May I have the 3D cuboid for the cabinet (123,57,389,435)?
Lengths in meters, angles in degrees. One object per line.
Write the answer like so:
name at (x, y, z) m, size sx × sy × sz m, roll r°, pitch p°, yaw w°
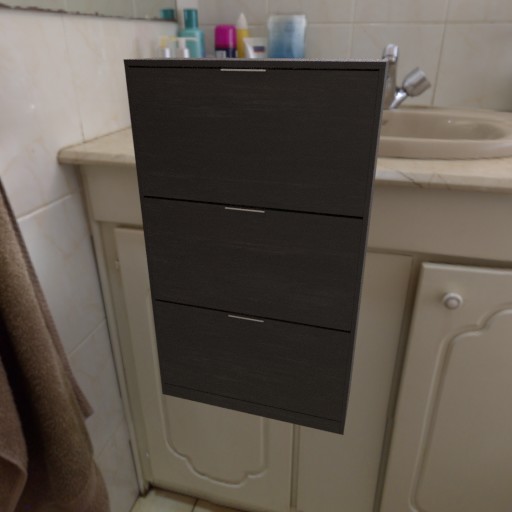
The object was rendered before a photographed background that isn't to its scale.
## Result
cabinet at (0.000, 0.000, 1.578) m, size 0.750 × 1.280 × 0.250 m, roll 7°, pitch 26°, yaw 15°
